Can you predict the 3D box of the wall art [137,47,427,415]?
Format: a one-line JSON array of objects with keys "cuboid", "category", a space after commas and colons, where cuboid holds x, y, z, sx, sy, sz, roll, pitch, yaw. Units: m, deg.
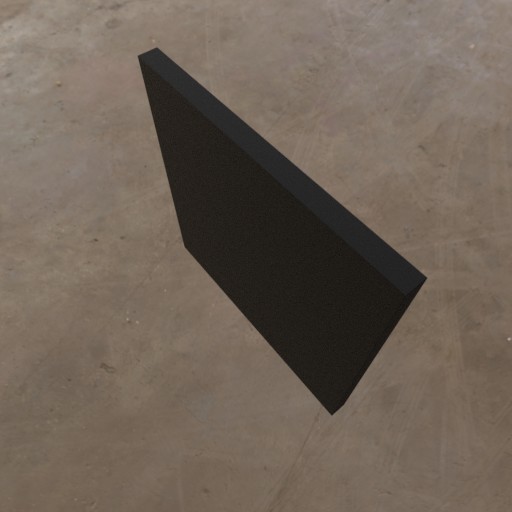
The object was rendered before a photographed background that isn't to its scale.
[{"cuboid": [0.000, 0.000, 0.691, 0.030, 0.458, 0.462, -34, 64, -20], "category": "wall art"}]
